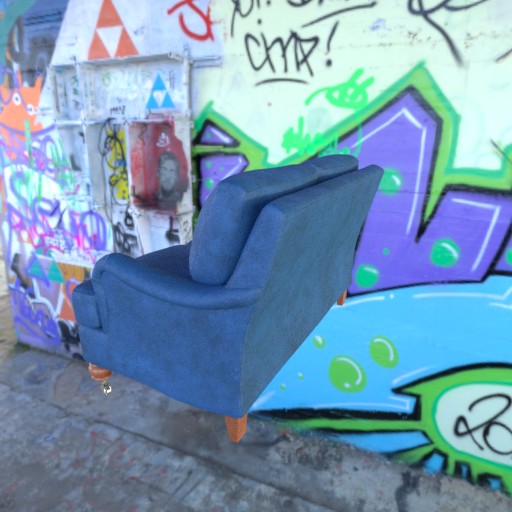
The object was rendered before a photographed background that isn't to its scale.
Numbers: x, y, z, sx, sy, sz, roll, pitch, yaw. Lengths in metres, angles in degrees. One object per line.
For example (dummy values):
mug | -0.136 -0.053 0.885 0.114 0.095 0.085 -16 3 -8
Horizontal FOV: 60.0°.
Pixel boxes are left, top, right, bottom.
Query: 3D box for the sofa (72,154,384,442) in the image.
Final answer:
sofa | 0.000 0.000 2.583 1.084 1.101 1.853 8 18 25
